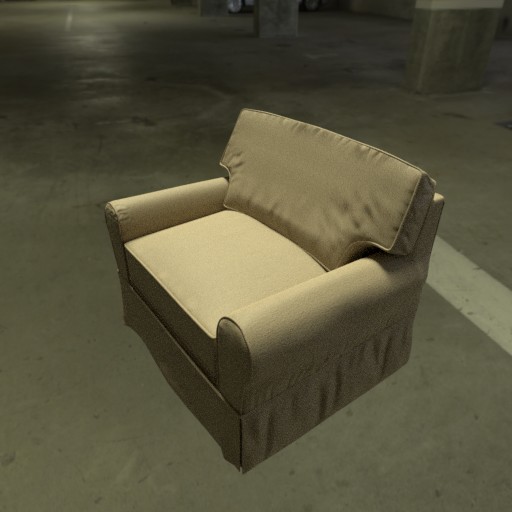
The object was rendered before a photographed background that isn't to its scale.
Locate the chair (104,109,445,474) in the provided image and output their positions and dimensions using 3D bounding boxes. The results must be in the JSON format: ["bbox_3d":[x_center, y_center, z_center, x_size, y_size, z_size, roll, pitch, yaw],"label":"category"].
[{"bbox_3d":[0.000,0.000,1.792,0.903,0.937,1.096,-22,38,-30],"label":"chair"}]
